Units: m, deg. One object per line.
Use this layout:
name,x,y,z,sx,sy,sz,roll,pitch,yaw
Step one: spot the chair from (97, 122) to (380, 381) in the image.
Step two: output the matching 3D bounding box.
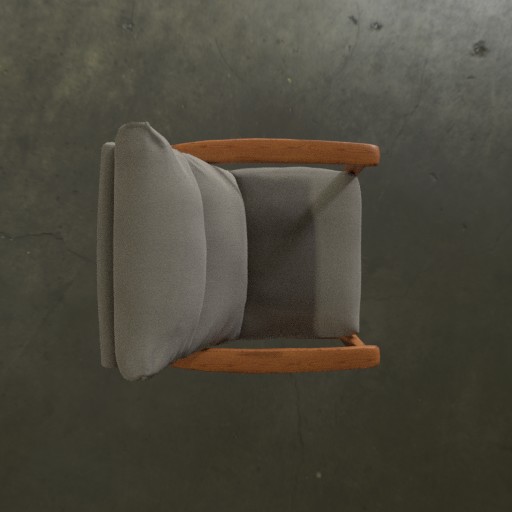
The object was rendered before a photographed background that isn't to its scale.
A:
chair,0.000,0.000,1.508,0.816,0.922,0.782,0,90,0
